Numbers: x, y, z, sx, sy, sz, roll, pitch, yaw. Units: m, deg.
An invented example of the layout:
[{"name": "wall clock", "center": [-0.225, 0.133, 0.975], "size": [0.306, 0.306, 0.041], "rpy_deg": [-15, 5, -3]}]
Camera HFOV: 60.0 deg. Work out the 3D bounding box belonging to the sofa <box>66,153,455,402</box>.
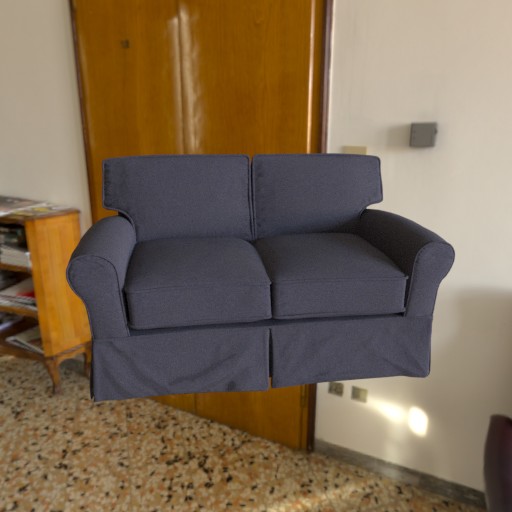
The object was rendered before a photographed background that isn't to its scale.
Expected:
[{"name": "sofa", "center": [0.000, 0.000, 2.426], "size": [1.801, 1.059, 0.997], "rpy_deg": [-2, 16, -8]}]
